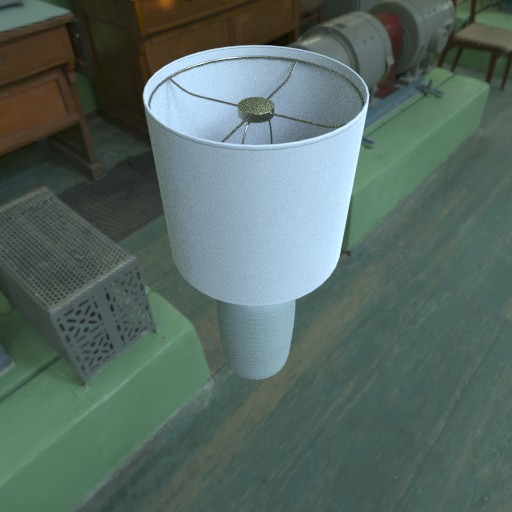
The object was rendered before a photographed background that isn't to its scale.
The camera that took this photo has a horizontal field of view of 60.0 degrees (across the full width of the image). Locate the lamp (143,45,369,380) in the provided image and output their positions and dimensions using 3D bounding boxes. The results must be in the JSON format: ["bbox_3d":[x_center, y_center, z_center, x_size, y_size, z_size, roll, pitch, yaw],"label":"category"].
[{"bbox_3d":[0.000,0.000,0.607,0.220,0.475,0.220,31,53,27],"label":"lamp"}]
